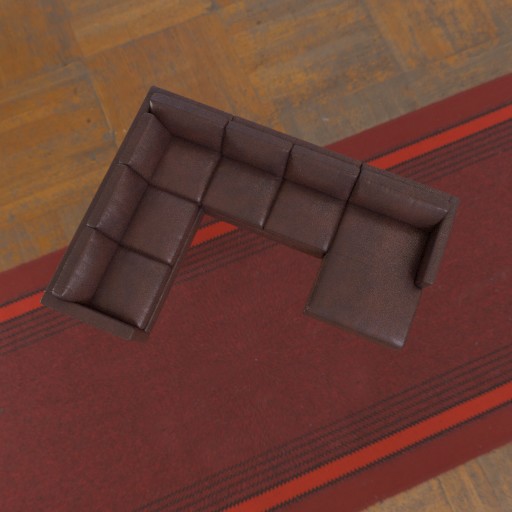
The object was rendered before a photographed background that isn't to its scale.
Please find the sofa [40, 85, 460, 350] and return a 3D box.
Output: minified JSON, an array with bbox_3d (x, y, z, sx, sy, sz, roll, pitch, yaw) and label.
[{"bbox_3d":[0.000,0.000,4.475,3.324,0.891,2.452,22,78,5],"label":"sofa"}]
